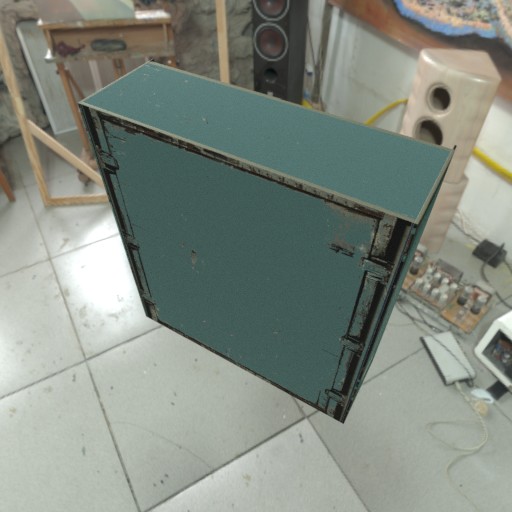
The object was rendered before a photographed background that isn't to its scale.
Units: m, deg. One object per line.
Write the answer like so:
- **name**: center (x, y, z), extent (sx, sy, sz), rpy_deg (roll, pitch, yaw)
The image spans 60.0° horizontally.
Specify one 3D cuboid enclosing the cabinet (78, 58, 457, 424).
- **cabinet**: center (0.000, 0.000, 3.221), extent (2.000, 2.160, 0.680), rpy_deg (24, 52, 20)
